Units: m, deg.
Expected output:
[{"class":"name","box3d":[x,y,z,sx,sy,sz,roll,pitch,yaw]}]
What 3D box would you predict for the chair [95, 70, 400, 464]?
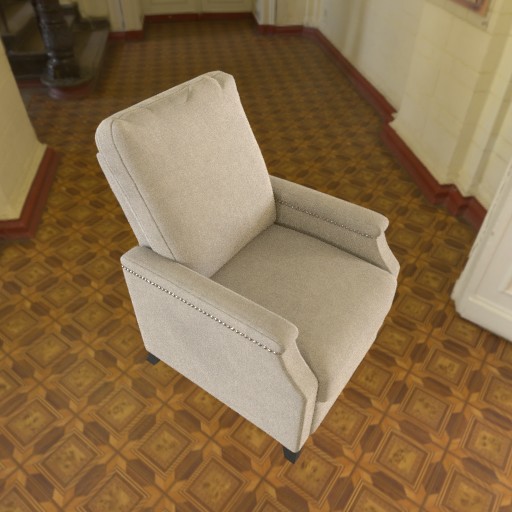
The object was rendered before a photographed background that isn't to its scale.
[{"class":"chair","box3d":[0.000,0.000,1.606,0.922,1.049,0.710,26,48,26]}]
